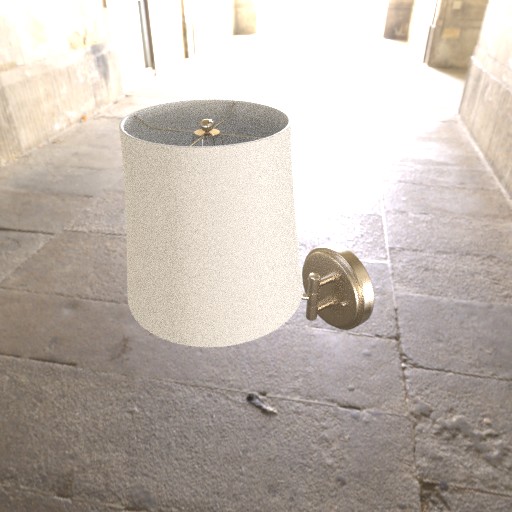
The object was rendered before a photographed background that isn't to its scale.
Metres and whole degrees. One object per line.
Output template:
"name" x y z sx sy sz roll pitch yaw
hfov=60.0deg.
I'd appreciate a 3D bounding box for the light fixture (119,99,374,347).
"light fixture" 0.000 0.000 0.592 0.348 0.381 0.223 -20 38 -29
